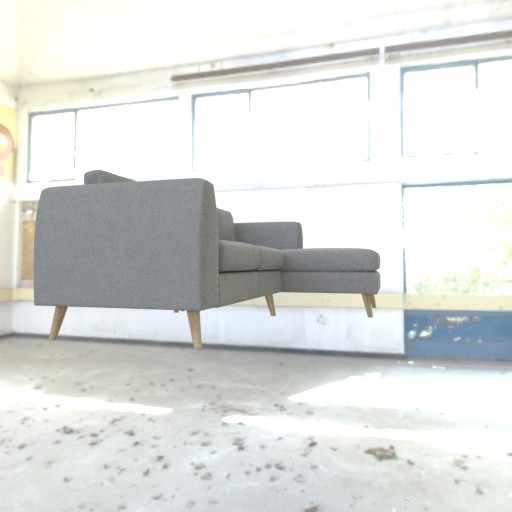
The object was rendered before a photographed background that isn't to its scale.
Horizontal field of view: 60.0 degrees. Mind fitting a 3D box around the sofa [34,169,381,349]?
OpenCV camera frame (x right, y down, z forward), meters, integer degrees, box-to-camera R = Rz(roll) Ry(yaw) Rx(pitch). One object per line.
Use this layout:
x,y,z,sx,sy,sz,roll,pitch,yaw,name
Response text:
0.000,0.000,3.011,1.580,0.860,2.300,0,-1,17,sofa
